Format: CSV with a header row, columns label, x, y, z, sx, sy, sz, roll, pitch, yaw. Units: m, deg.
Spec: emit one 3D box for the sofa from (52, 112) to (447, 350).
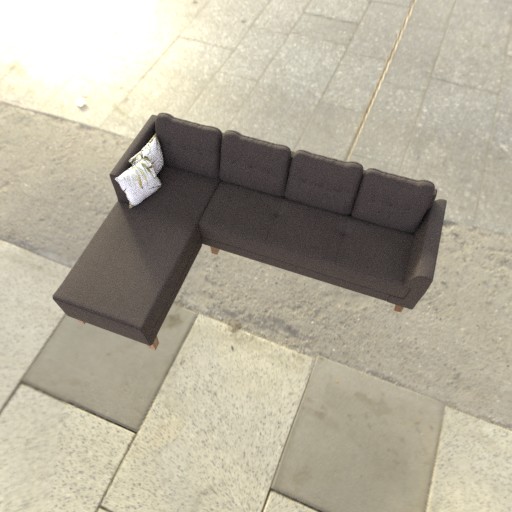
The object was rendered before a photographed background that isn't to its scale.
label,x,y,z,sx,sy,sz,roll,pitch,yaw
sofa,0.000,0.000,3.600,2.679,0.932,1.829,17,60,10
